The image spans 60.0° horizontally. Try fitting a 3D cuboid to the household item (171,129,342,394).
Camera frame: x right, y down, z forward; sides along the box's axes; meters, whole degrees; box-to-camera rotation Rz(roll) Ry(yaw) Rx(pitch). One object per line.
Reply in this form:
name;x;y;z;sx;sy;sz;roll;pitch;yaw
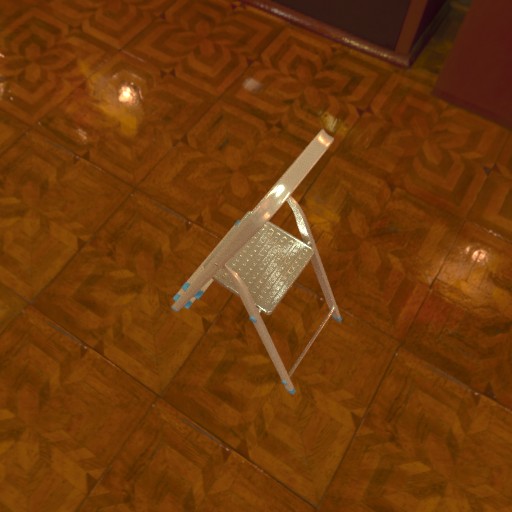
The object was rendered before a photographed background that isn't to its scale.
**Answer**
household item;0.000;0.000;1.528;0.687;1.215;0.420;32;68;15
